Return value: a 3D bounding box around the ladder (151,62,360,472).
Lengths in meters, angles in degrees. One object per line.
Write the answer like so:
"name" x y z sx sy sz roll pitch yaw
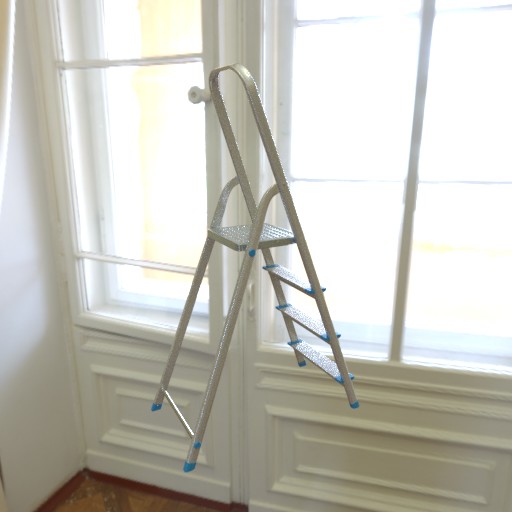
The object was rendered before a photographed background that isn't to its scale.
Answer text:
"ladder" 0.000 0.000 1.815 0.842 1.434 0.445 -9 18 -28
